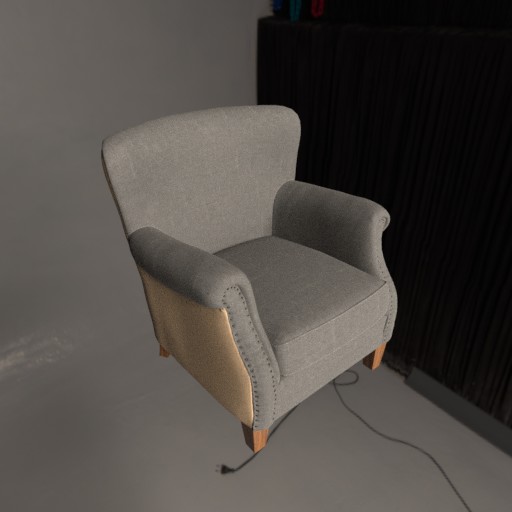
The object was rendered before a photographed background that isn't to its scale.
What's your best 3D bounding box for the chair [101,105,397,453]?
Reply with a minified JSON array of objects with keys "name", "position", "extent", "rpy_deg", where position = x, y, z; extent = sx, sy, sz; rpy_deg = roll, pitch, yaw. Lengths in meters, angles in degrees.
[{"name":"chair","position":[0.000,0.000,1.687],"extent":[0.861,0.936,0.921],"rpy_deg":[-23,37,-34]}]
